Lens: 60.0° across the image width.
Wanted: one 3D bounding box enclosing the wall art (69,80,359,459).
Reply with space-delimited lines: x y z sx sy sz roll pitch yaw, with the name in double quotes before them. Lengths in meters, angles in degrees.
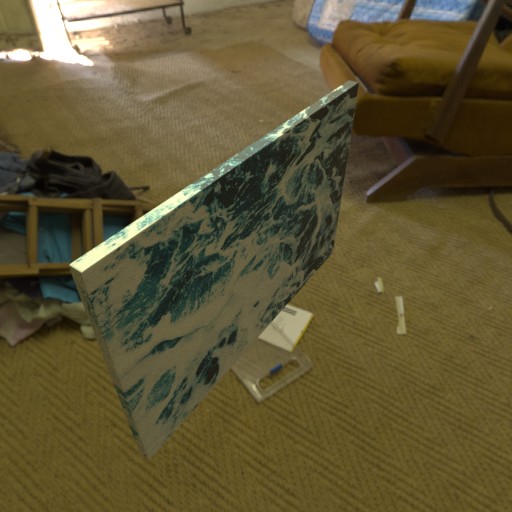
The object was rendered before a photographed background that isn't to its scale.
"wall art" 0.000 0.000 1.875 0.055 1.017 1.524 25 47 26
